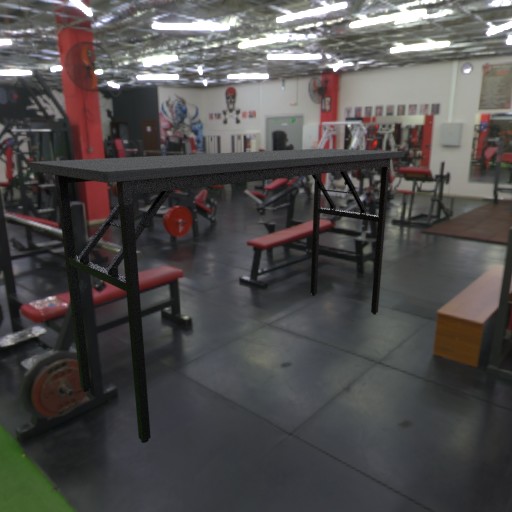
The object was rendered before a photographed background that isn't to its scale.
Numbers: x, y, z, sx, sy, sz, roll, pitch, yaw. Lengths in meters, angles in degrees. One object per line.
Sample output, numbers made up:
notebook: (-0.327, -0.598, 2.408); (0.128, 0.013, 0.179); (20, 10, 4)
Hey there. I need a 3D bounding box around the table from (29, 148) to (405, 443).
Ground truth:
table: (0.000, 0.000, 1.695); (0.449, 0.750, 1.399); (15, 21, 42)
